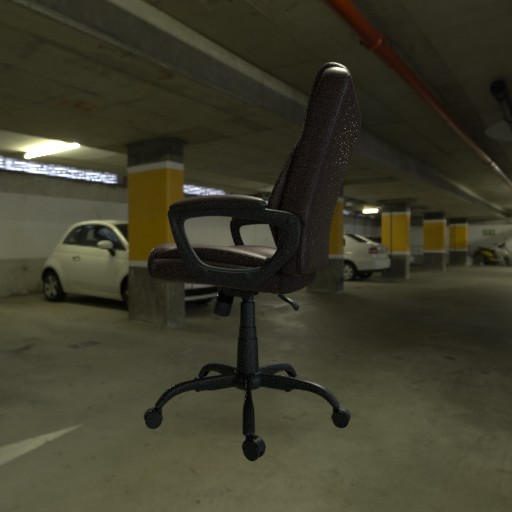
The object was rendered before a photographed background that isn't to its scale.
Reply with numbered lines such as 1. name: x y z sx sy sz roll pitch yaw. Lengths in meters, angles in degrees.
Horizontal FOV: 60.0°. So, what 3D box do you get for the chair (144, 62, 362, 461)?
1. chair: 0.000 0.000 1.469 0.655 1.072 0.615 0 1 17
